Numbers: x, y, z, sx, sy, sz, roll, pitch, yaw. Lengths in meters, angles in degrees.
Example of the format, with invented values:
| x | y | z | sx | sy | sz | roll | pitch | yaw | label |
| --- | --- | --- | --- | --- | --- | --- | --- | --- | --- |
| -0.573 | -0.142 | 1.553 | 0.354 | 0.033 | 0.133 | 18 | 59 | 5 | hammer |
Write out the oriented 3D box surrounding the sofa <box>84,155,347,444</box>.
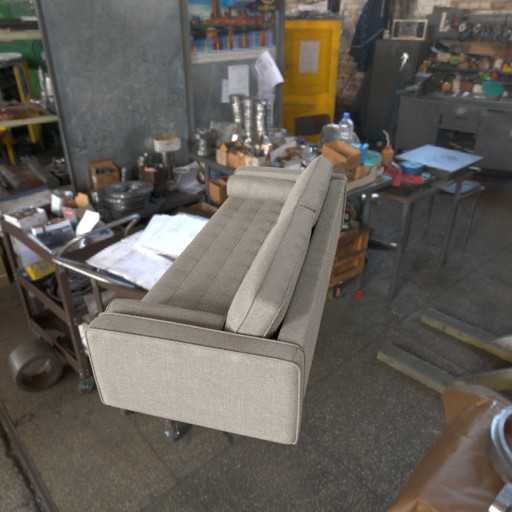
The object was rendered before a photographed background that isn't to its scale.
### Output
| x | y | z | sx | sy | sz | roll | pitch | yaw | label |
| --- | --- | --- | --- | --- | --- | --- | --- | --- | --- |
| 0.000 | 0.000 | 2.700 | 0.914 | 0.762 | 2.211 | 7 | 30 | 13 | sofa |
